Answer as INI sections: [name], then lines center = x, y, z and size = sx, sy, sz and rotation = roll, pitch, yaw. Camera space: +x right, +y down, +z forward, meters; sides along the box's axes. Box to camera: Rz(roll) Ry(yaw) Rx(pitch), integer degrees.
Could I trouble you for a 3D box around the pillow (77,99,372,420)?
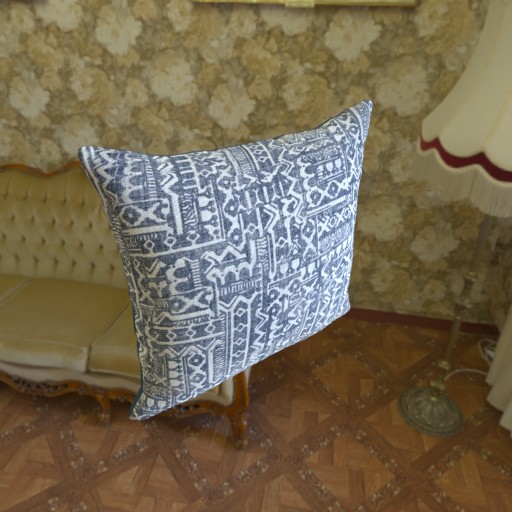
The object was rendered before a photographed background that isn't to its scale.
[pillow]
center = 0.000, 0.000, 0.796
size = 0.546, 0.487, 0.180
rotation = -20, 35, -31
